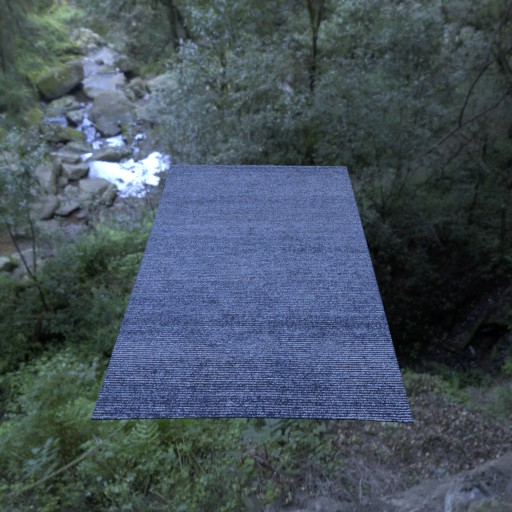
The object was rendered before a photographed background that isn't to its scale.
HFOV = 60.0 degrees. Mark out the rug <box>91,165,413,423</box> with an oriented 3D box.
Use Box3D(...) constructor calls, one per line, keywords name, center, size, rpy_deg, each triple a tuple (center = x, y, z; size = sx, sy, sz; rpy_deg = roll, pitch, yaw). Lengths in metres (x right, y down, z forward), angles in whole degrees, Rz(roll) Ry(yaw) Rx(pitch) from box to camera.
Box3D(name="rug", center=(0.000, 0.000, 2.196), size=(1.135, 0.010, 1.740), rpy_deg=(1, 42, 1))
